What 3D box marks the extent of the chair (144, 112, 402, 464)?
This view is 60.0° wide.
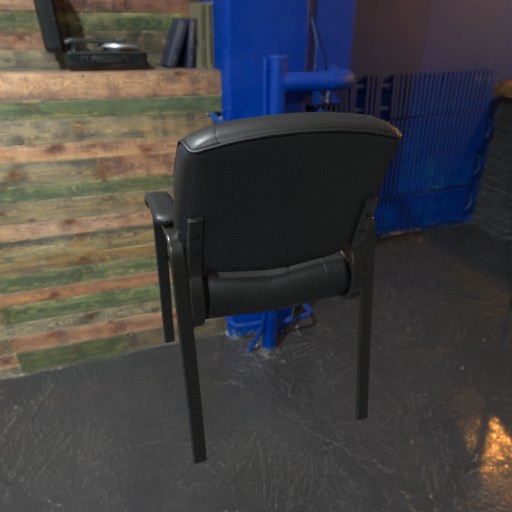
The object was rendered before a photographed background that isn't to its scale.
[{"bbox_3d":[0.000,0.000,1.321,0.591,0.910,0.668,-8,28,-16],"label":"chair"}]
